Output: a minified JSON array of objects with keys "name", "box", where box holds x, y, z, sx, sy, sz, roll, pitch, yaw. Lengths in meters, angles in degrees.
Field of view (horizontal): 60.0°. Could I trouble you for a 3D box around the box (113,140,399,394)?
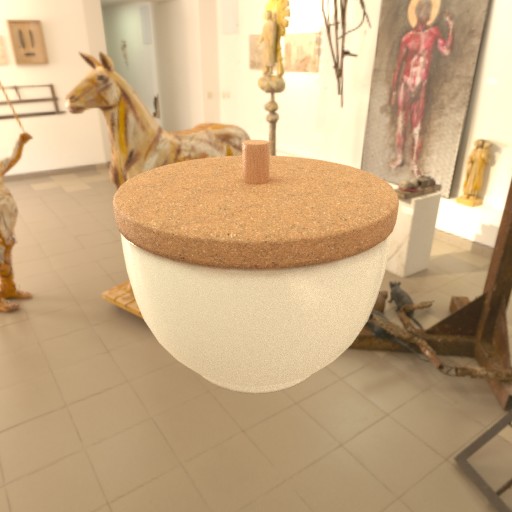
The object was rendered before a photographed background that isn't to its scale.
[{"name":"box","box":[0.000,0.000,0.185,0.107,0.094,0.107,0,25,0]}]
